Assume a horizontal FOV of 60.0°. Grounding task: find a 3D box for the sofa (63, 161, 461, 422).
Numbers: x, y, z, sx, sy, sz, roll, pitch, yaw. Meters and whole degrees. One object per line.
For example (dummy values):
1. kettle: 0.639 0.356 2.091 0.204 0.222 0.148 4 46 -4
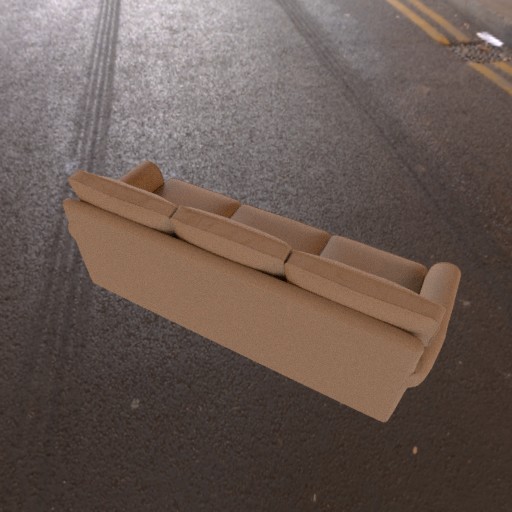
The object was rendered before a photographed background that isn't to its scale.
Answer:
1. sofa: 0.000 0.000 2.818 2.354 0.948 0.966 21 49 20
